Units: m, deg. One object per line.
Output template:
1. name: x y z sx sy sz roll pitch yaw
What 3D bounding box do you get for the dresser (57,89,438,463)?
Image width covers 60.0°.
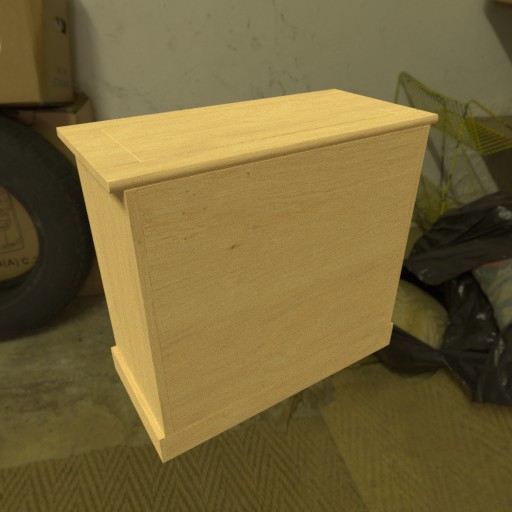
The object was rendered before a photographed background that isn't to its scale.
1. dresser: 0.000 0.000 1.383 0.915 0.835 0.440 -18 36 -27
